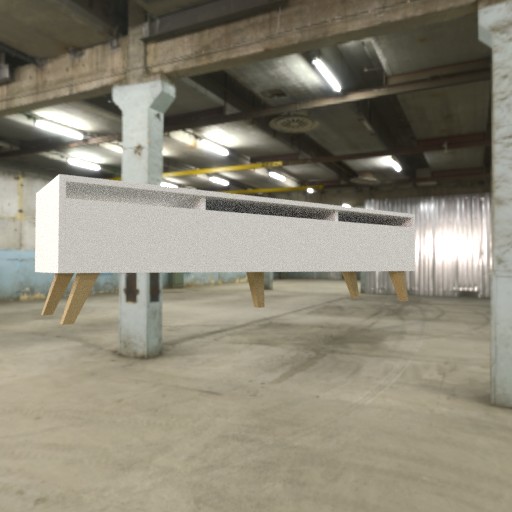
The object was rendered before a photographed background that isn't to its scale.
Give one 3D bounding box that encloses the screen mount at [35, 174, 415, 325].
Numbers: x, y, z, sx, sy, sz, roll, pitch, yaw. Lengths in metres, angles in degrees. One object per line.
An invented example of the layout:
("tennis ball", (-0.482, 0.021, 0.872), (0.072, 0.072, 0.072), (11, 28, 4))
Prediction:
("screen mount", (0.000, 0.000, 1.889), (1.644, 0.432, 0.399), (1, -2, -35))
